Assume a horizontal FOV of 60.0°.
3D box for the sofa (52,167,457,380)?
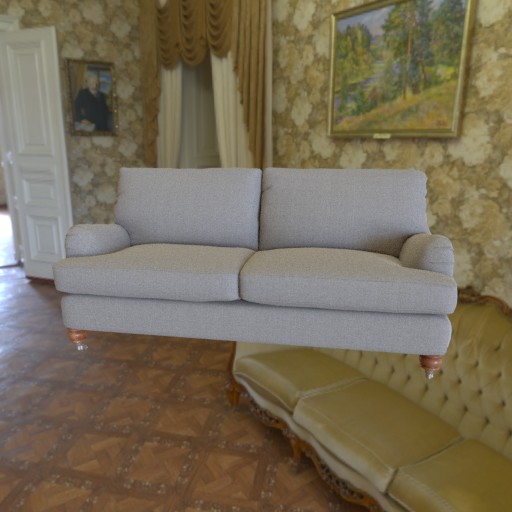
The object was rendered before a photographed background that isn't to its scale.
[{"bbox_3d":[0.000,0.000,2.753,2.160,1.054,1.087,2,14,9],"label":"sofa"}]
